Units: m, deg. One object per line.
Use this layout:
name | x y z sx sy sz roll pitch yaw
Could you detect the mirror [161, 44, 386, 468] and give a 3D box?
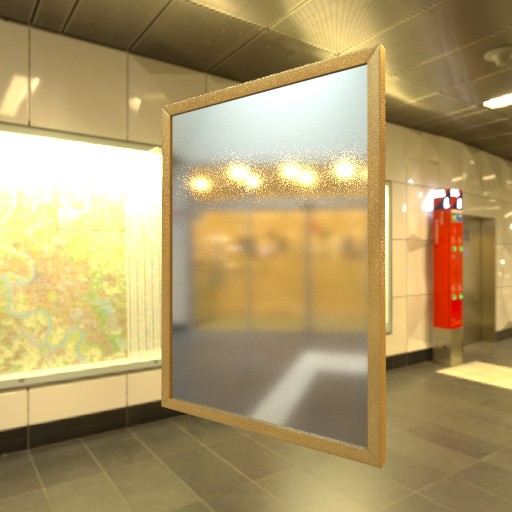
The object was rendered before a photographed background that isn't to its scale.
mirror | 0.000 0.000 1.298 0.762 1.016 0.040 0 0 36
